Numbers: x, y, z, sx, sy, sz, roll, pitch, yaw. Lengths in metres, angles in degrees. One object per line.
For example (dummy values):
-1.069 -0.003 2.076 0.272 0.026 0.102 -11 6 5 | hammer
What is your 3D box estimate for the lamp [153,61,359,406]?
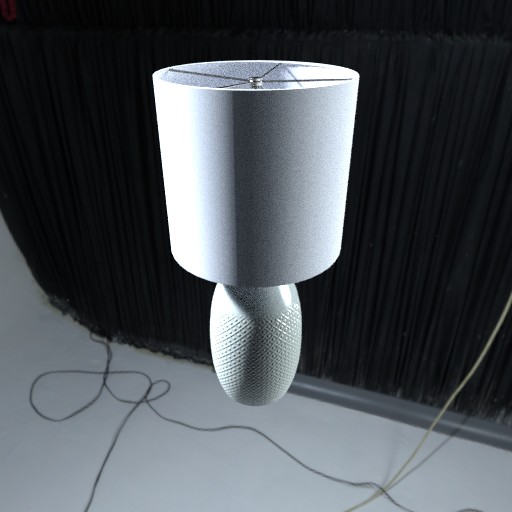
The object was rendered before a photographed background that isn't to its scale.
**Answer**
0.000 0.000 0.587 0.217 0.453 0.217 10 31 17 | lamp
